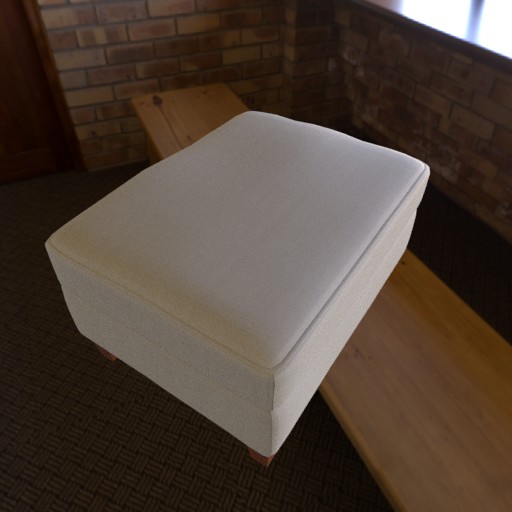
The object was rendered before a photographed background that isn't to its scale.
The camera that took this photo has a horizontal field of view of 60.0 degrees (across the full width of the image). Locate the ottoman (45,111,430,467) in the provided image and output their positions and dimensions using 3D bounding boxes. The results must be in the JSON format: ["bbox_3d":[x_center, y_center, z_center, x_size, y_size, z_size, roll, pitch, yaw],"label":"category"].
[{"bbox_3d":[0.000,0.000,1.213,0.634,0.496,0.818,24,48,24],"label":"ottoman"}]
